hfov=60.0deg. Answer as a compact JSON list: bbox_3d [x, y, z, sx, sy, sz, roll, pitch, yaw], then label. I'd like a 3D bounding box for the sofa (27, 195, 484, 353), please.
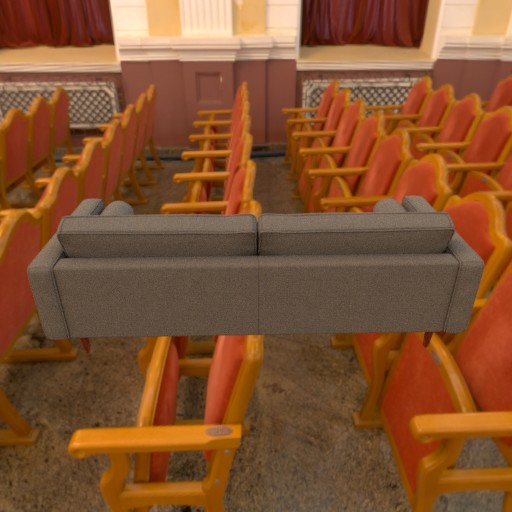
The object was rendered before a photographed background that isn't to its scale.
[{"bbox_3d":[0.000,0.000,2.585,2.198,0.762,0.914,-1,29,-1],"label":"sofa"}]
